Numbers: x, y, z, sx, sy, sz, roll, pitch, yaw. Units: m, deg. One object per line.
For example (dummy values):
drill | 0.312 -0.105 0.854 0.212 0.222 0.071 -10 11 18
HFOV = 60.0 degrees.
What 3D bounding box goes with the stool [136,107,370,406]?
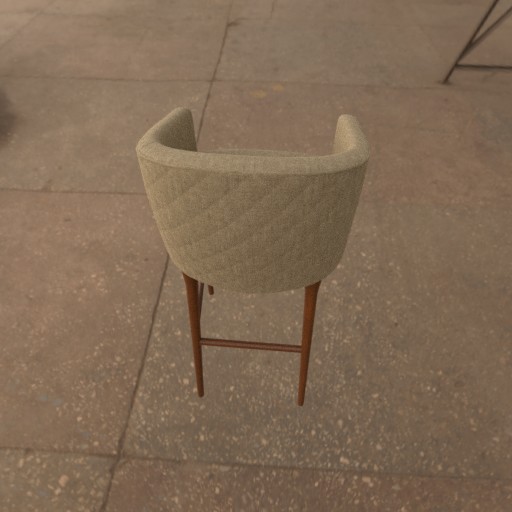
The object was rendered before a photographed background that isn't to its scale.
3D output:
stool | 0.000 0.000 1.423 0.559 1.078 0.607 4 46 4
